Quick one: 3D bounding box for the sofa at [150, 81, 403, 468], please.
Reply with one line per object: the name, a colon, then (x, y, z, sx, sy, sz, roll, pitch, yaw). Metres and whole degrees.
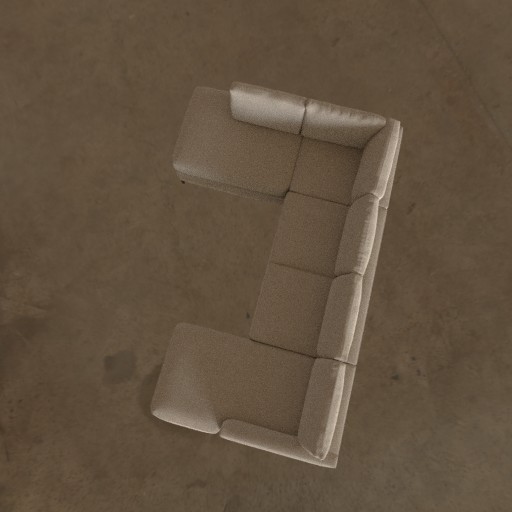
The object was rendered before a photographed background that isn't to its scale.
sofa: (0.000, 0.000, 3.855, 1.989, 0.862, 2.984, 14, 76, 4)
